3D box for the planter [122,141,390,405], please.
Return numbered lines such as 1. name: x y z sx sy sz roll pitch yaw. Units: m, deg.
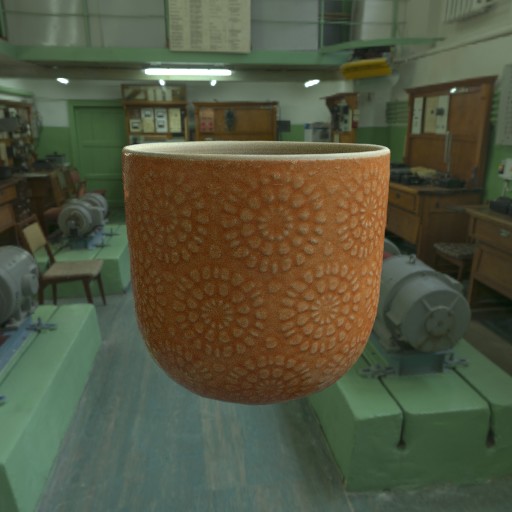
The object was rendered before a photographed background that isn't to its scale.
1. planter: 0.000 0.000 0.300 0.170 0.152 0.170 0 17 0
